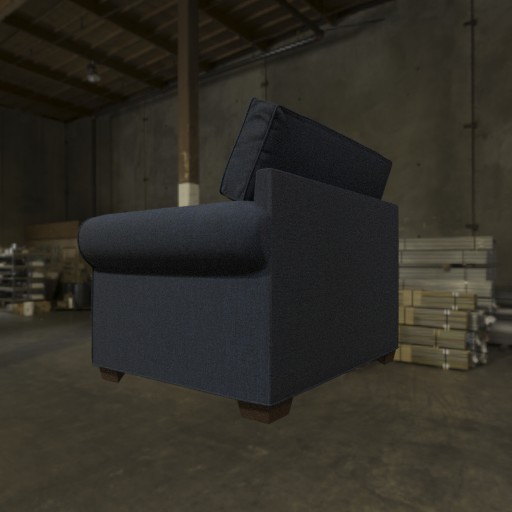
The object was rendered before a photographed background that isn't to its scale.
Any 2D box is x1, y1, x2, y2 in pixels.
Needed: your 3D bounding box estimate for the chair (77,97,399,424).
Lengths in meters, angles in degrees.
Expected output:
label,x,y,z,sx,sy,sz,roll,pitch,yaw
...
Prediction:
label,x,y,z,sx,sy,sz,roll,pitch,yaw
chair,0.000,0.000,2.057,0.963,1.044,1.285,0,-1,37
